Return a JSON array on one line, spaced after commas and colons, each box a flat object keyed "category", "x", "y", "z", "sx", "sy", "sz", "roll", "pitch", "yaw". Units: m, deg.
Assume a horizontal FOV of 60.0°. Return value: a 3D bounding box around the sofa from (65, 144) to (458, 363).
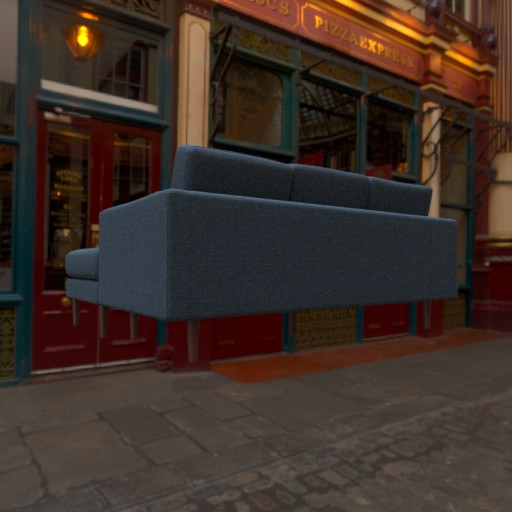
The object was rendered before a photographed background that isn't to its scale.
[{"category": "sofa", "x": 0.000, "y": 0.000, "z": 2.963, "sx": 2.055, "sy": 0.957, "sz": 1.667, "roll": 1, "pitch": -1, "yaw": -36}]
